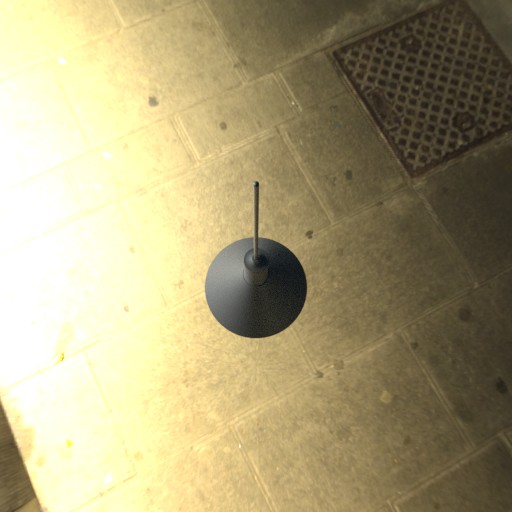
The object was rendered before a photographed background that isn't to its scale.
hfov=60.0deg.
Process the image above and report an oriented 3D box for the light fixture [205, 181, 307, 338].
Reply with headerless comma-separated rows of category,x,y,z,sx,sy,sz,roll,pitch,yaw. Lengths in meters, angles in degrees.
light fixture,0.000,0.000,0.835,0.267,0.683,0.267,-13,76,-3
